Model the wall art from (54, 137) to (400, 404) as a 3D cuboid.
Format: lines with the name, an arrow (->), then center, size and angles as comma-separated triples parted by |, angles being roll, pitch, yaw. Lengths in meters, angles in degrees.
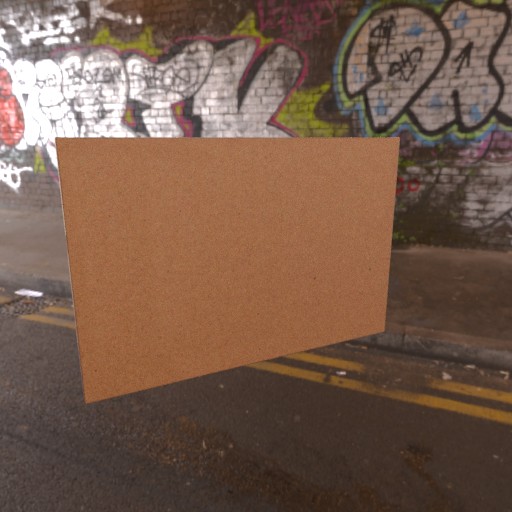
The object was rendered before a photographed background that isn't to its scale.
wall art -> 0.000, 0.000, 0.791 | 0.615, 0.410, 0.021 | -7, 16, -25
